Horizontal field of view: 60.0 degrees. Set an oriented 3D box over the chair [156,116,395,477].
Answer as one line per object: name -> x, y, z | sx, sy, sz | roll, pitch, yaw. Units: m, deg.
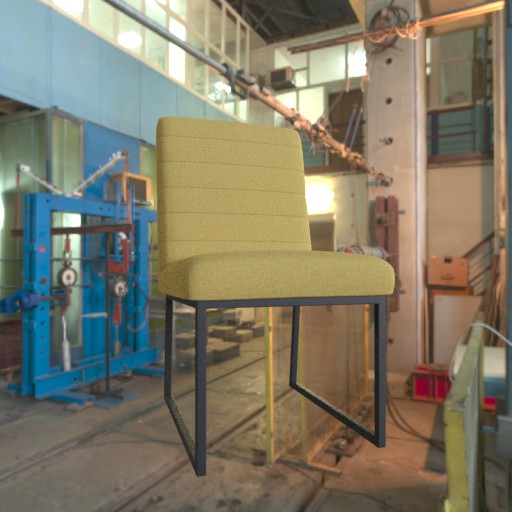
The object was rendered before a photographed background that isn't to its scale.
chair -> 0.000, 0.000, 1.286 | 0.520, 0.930, 0.634 | 0, 0, -19
